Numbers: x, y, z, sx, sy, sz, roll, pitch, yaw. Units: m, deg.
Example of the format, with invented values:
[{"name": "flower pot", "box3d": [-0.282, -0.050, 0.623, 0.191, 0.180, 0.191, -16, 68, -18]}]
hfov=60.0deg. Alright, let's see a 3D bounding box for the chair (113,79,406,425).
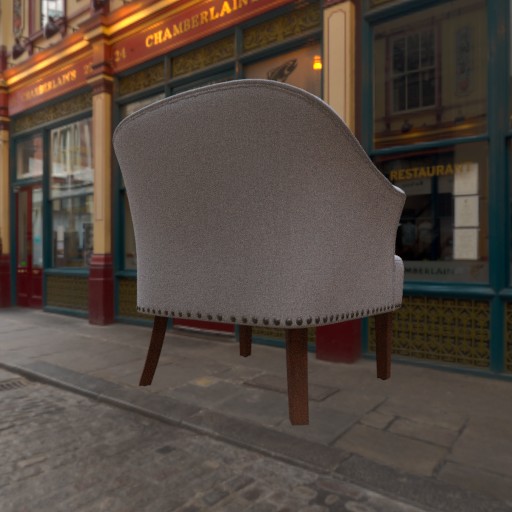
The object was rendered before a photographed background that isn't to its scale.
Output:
[{"name": "chair", "box3d": [0.000, 0.000, 1.399, 0.798, 0.815, 0.704, 0, -1, 37]}]
